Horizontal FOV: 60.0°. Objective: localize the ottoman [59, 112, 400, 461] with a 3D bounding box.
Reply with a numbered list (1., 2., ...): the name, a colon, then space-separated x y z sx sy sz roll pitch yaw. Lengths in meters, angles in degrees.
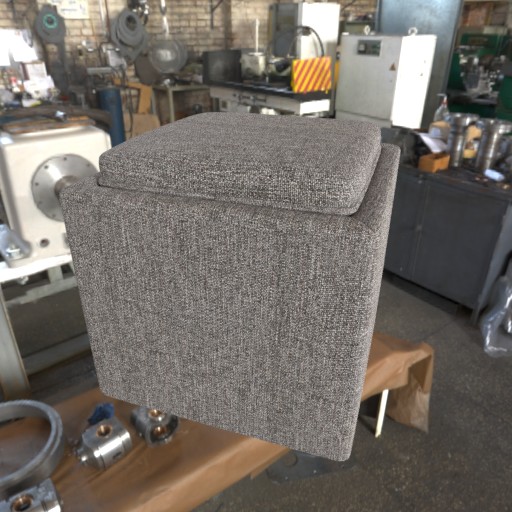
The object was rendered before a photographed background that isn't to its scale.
1. ottoman: 0.000 0.000 0.822 0.450 0.460 0.450 9 29 17
